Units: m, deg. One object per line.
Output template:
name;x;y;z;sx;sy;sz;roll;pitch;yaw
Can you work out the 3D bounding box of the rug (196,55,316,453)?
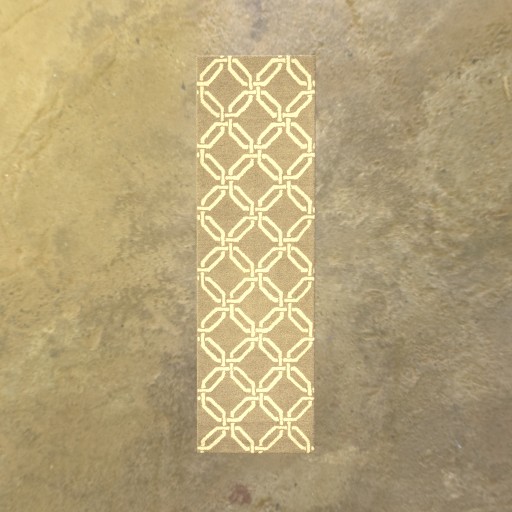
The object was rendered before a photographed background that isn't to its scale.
rug;0.000;0.000;2.537;0.678;0.014;2.276;0;91;0
